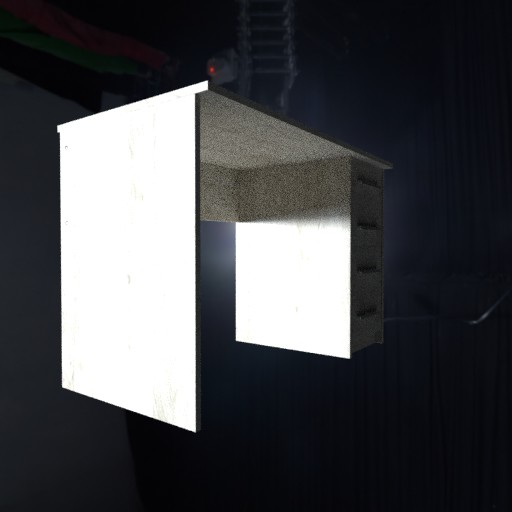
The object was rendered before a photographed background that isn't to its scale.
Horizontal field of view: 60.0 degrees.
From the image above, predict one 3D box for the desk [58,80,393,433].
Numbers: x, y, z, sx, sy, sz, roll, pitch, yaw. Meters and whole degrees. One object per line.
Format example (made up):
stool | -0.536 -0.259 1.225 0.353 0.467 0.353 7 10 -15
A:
desk | 0.000 0.000 1.507 0.560 0.730 1.096 1 1 36
